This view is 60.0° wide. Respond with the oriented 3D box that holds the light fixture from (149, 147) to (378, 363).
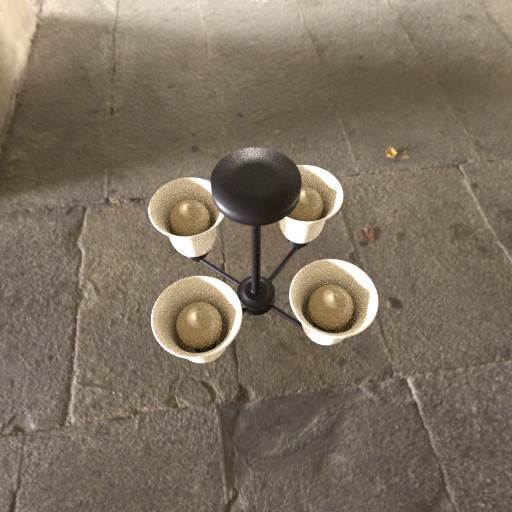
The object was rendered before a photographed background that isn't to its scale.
[{"bbox_3d":[0.000,0.000,1.845,1.069,0.925,1.069,32,63,19],"label":"light fixture"}]
